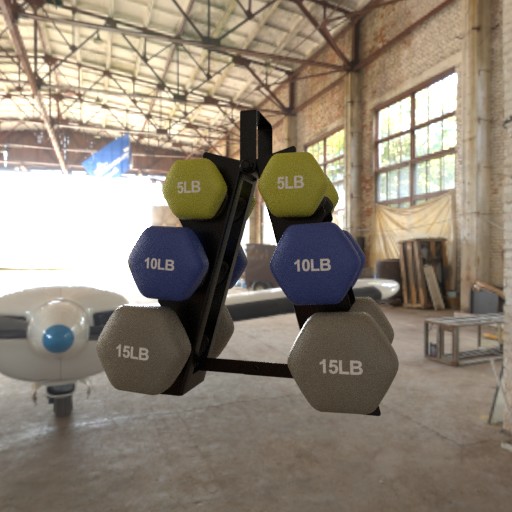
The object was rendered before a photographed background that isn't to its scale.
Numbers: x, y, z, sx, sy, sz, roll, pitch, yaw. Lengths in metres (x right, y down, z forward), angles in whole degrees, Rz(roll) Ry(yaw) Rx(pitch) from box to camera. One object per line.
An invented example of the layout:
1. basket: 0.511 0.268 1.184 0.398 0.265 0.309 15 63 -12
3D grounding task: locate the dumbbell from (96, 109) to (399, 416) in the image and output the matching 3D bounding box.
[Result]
1. dumbbell: 0.000 0.000 0.686 0.416 0.426 0.261 0 0 17
